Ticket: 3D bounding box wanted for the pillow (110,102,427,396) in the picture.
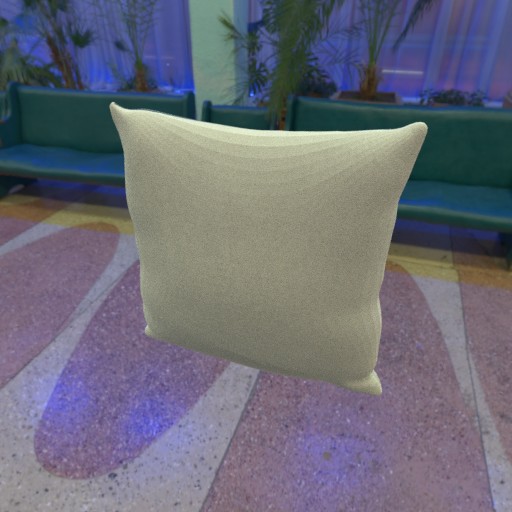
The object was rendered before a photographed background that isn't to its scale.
[{"bbox_3d":[0.000,0.000,0.681,0.440,0.441,0.182,10,33,16],"label":"pillow"}]
